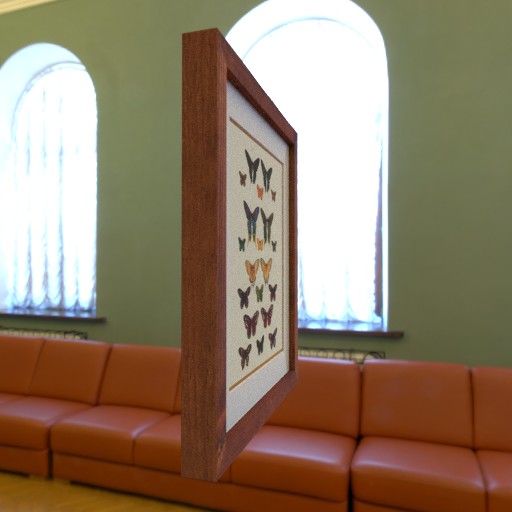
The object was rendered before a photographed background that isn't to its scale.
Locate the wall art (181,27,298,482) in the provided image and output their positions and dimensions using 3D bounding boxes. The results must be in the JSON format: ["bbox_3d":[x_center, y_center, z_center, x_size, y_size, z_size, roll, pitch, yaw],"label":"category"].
[{"bbox_3d":[0.000,0.000,0.623,0.039,0.449,0.377,0,-1,18],"label":"wall art"}]
